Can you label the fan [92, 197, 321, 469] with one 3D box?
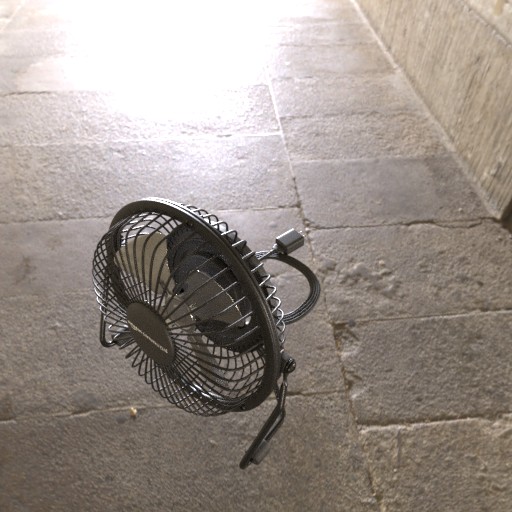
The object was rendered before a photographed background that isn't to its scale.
[{"bbox_3d":[0.000,0.000,0.300,0.153,0.152,0.202,31,55,26],"label":"fan"}]
